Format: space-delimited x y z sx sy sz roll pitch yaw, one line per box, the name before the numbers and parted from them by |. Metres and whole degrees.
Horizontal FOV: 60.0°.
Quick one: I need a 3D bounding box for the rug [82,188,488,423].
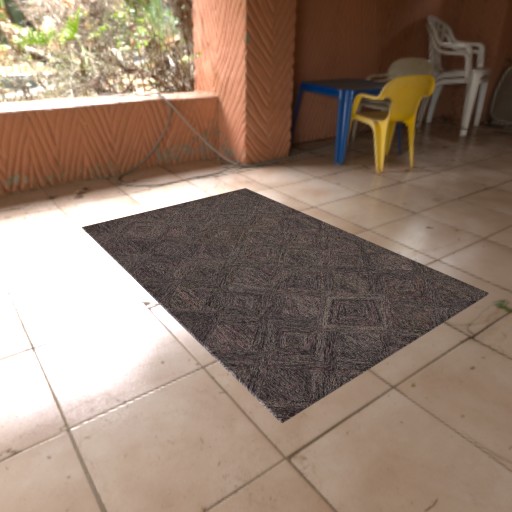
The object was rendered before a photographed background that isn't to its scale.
rug | 0.000 0.000 2.871 1.501 0.017 2.298 -19 33 -33
